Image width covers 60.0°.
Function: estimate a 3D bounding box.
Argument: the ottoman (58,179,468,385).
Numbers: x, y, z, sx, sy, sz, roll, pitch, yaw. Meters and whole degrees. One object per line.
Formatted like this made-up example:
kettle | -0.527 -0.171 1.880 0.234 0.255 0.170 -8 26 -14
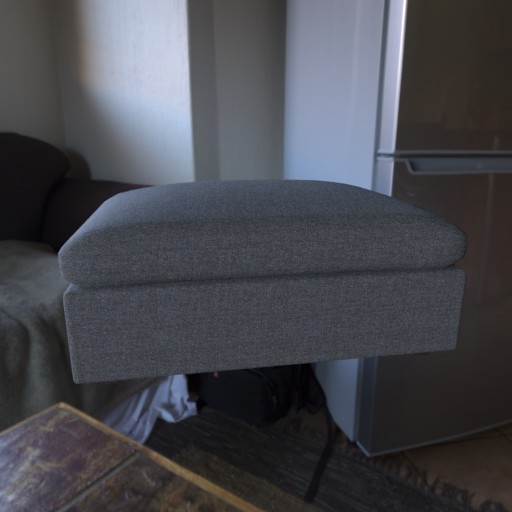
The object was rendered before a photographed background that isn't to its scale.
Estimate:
ottoman | 0.000 0.000 1.440 1.041 0.483 0.711 -3 16 -10
